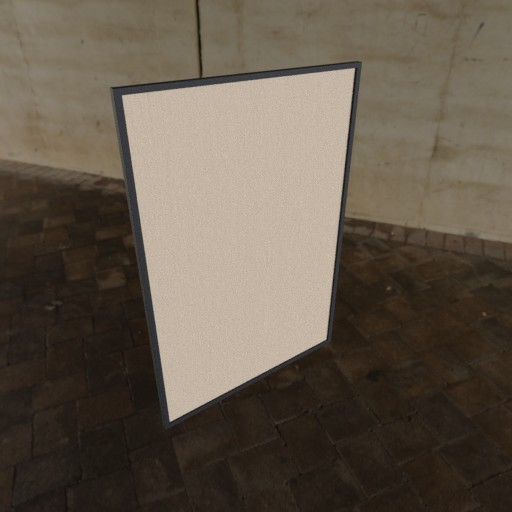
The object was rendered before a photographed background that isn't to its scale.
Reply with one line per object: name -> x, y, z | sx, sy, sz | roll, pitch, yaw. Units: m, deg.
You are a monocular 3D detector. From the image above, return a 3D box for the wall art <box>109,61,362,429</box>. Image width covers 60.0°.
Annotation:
wall art -> 0.000, 0.000, 0.850 | 0.457, 0.657, 0.013 | -20, 36, -30
